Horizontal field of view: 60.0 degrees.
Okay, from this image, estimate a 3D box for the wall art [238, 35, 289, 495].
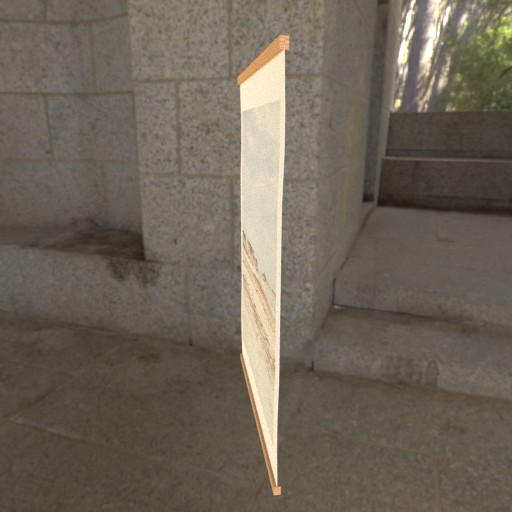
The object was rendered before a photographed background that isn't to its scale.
[{"bbox_3d":[0.000,0.000,1.883,0.025,1.521,1.011,-2,16,-8],"label":"wall art"}]
